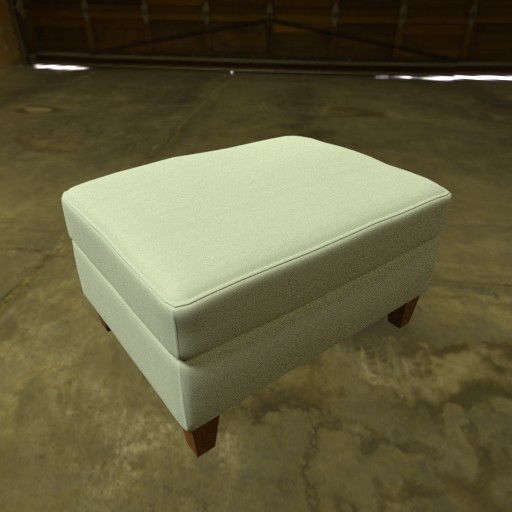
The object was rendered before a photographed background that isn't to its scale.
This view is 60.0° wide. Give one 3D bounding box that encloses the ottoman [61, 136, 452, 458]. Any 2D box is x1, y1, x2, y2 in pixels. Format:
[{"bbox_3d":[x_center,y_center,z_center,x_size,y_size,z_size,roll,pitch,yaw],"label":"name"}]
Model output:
[{"bbox_3d":[0.000,0.000,1.220,0.818,0.496,0.634,-22,37,-31],"label":"ottoman"}]
